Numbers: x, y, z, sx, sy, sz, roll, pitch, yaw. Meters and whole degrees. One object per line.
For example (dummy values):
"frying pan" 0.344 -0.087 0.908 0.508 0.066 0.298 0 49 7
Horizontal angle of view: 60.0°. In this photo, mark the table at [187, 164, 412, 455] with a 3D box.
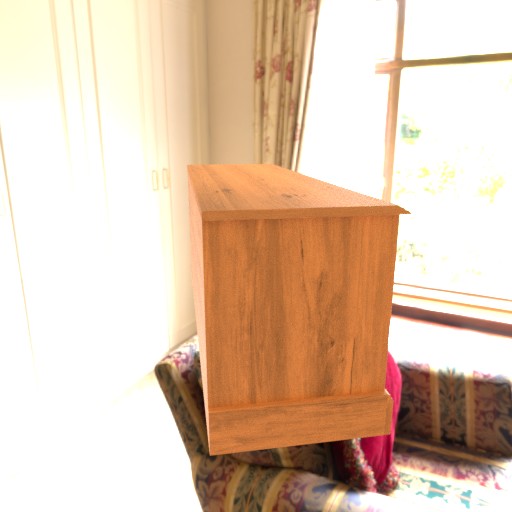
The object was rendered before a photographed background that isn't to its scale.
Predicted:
"table" 0.000 0.000 1.450 0.400 0.510 1.200 -3 16 -9
